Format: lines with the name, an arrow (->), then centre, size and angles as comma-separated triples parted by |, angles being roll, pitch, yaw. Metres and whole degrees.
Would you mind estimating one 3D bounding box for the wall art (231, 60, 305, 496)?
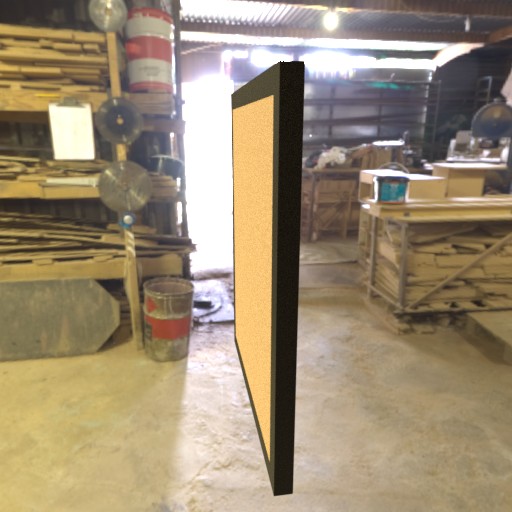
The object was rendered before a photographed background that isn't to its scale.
wall art -> 0.000, 0.000, 0.697 | 0.025, 0.508, 0.432 | -3, 16, -9
